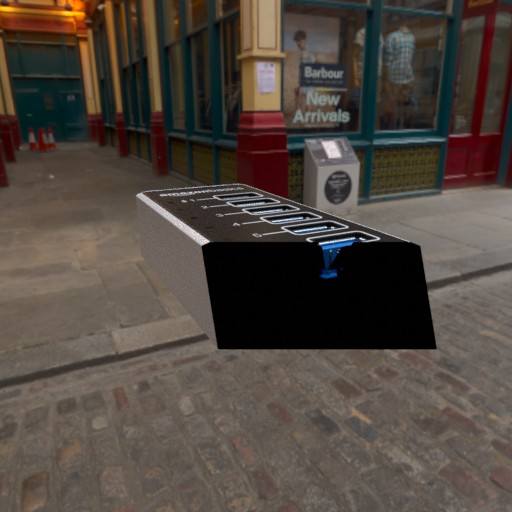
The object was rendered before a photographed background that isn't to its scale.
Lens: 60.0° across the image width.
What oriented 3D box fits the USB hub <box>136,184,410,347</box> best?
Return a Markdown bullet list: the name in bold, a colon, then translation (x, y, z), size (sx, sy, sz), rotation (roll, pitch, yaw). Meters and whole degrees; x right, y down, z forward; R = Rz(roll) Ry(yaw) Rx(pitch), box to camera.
- **USB hub**: translation (0.000, 0.000, 0.127), size (0.044, 0.023, 0.110), rotation (-9, 21, -25)
